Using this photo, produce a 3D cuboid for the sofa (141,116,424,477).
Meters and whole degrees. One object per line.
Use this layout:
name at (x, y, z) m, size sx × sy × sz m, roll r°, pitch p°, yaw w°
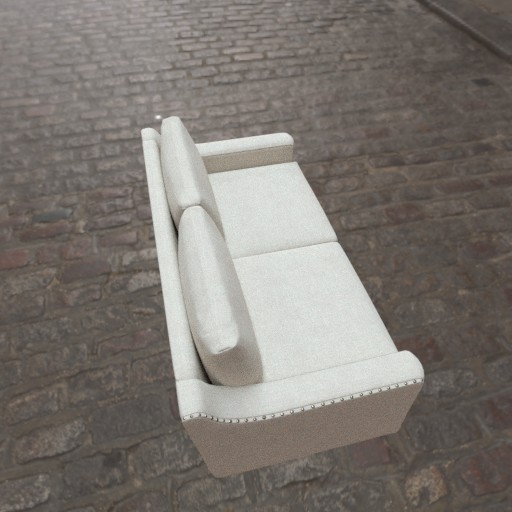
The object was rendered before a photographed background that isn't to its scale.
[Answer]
sofa at (0.000, 0.000, 2.662) m, size 1.104 × 0.983 × 2.107 m, roll -10°, pitch 47°, yaw -10°
